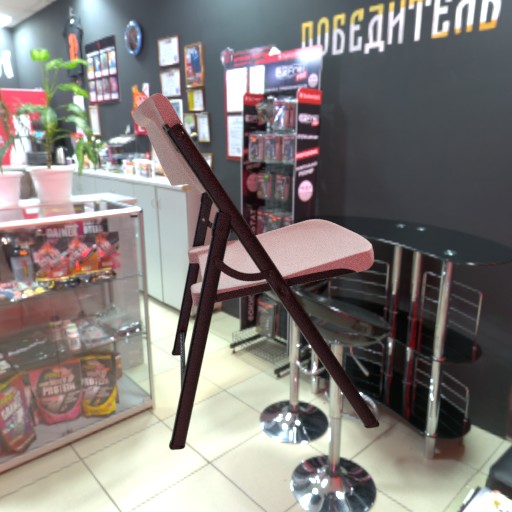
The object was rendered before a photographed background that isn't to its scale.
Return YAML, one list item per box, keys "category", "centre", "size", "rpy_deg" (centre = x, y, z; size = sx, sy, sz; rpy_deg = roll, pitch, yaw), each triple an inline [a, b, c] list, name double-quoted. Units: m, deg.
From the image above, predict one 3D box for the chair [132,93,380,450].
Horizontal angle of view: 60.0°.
- category: "chair"
  centre: [0.000, 0.000, 1.163]
  size: [0.577, 0.765, 0.482]
  rpy_deg: [-3, 16, -9]
